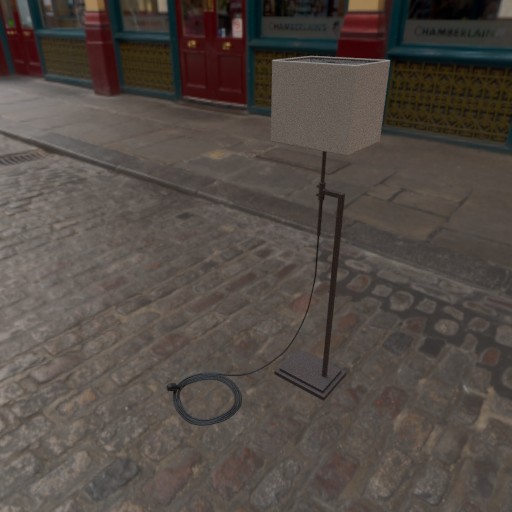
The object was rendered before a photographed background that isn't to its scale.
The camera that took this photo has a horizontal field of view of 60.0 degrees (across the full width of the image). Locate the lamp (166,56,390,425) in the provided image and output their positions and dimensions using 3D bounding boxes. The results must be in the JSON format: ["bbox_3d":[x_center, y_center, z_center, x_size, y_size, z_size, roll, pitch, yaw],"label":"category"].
[{"bbox_3d":[0.000,0.000,1.991,0.698,1.600,0.774,20,34,33],"label":"lamp"}]
